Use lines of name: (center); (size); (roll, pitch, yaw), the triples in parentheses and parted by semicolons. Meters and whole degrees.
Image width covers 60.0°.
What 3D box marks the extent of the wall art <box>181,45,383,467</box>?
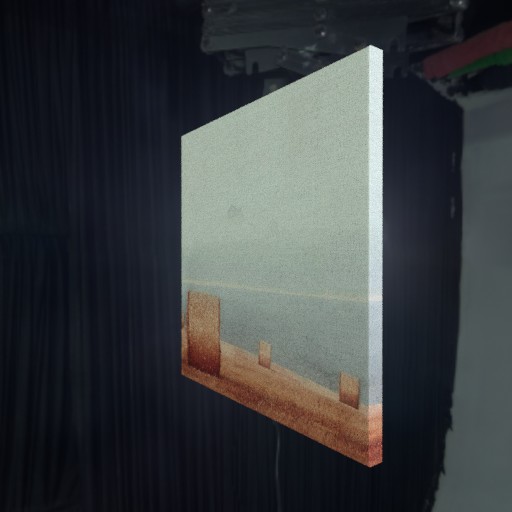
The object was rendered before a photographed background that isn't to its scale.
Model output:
wall art: (0.000, 0.000, 1.117); (0.042, 0.760, 0.760); (0, 0, -36)
